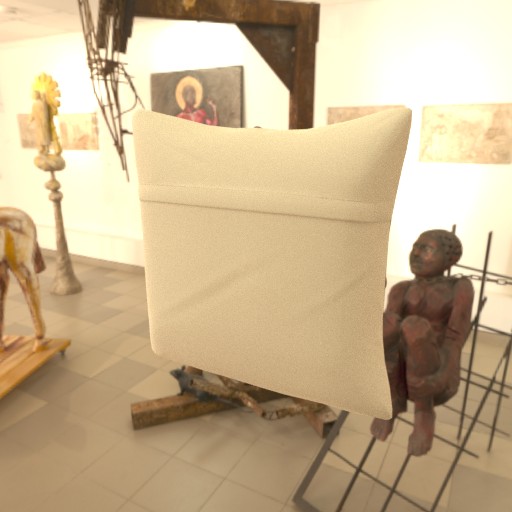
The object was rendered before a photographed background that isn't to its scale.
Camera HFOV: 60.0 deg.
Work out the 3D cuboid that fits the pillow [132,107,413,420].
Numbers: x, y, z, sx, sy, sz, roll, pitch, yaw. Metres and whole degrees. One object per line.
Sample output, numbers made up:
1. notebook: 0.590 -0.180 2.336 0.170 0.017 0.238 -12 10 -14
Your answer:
1. pillow: 0.000 0.000 0.736 0.484 0.470 0.192 8 18 27
